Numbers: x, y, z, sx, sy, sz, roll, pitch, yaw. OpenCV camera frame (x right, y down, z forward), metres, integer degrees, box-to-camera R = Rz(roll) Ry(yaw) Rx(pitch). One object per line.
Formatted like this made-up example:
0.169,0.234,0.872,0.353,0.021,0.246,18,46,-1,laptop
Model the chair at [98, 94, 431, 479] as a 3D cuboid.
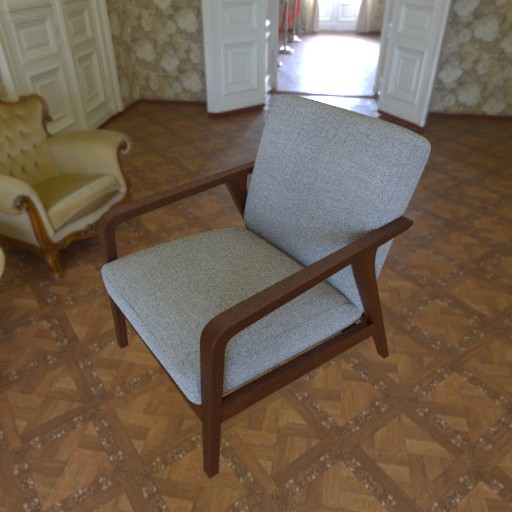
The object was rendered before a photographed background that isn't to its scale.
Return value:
0.000,0.000,1.458,0.858,0.847,0.704,-22,40,-30,chair
